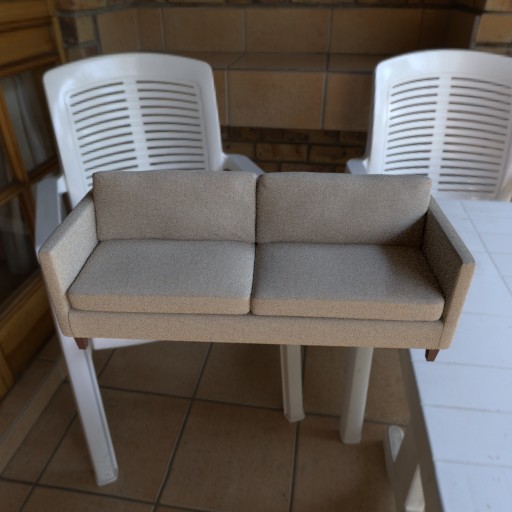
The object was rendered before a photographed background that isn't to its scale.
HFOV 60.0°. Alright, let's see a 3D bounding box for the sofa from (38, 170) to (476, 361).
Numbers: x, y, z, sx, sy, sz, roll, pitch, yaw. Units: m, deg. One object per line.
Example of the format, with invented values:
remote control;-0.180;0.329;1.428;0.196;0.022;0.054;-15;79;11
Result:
sofa;0.000;0.000;2.928;2.434;0.965;0.951;1;33;2
